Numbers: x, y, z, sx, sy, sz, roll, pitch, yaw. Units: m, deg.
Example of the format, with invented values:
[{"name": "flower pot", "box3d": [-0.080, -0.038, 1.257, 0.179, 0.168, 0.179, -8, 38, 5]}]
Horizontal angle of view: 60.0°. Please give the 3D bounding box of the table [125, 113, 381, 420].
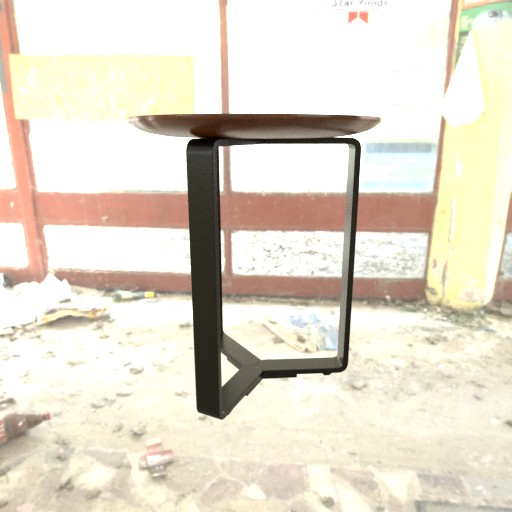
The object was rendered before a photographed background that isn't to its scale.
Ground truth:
[{"name": "table", "box3d": [0.000, 0.000, 0.759, 0.380, 0.450, 0.410, 8, 17, 25]}]
